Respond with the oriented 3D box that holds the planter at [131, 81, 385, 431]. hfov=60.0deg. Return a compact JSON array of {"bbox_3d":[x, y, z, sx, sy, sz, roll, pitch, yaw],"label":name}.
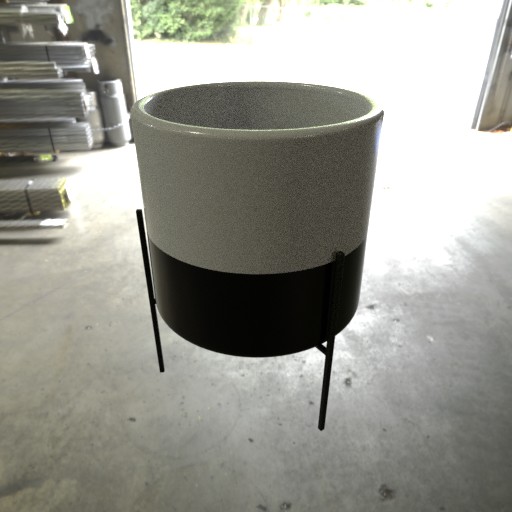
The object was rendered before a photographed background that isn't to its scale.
[{"bbox_3d":[0.000,0.000,0.641,0.310,0.432,0.310,-11,32,-17],"label":"planter"}]
